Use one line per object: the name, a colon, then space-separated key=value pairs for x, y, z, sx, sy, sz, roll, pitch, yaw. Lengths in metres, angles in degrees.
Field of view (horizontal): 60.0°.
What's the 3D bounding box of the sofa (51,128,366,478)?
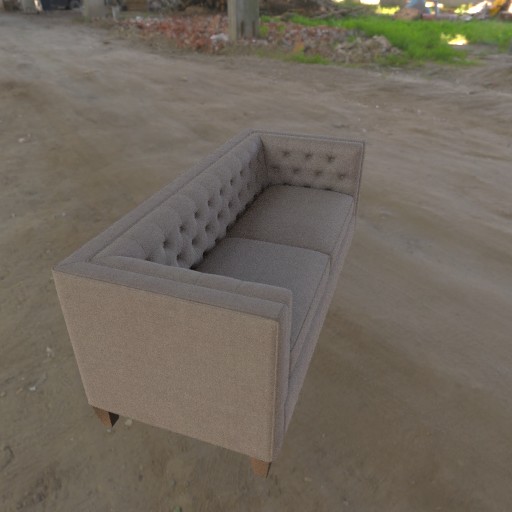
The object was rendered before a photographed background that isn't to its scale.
sofa: x=0.000 y=0.000 z=2.202 sx=0.775 sy=0.762 sz=1.778 roll=10 pitch=33 yaw=16
